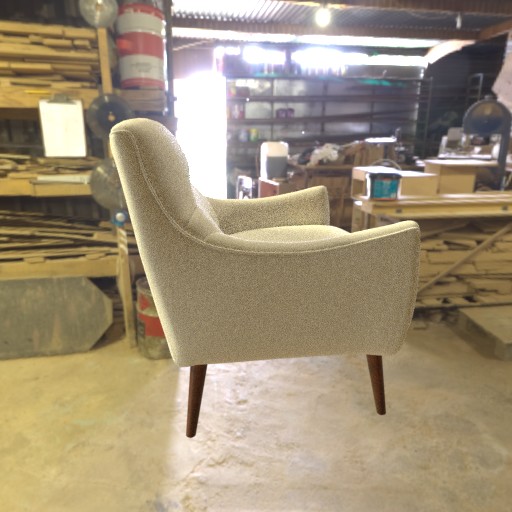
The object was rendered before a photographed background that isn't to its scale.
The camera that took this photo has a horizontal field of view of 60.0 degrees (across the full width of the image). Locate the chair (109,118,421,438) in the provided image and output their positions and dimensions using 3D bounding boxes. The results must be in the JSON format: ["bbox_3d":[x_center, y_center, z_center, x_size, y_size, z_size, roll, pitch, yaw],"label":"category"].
[{"bbox_3d":[0.000,0.000,1.420,0.787,0.838,0.762,-3,17,-10],"label":"chair"}]
